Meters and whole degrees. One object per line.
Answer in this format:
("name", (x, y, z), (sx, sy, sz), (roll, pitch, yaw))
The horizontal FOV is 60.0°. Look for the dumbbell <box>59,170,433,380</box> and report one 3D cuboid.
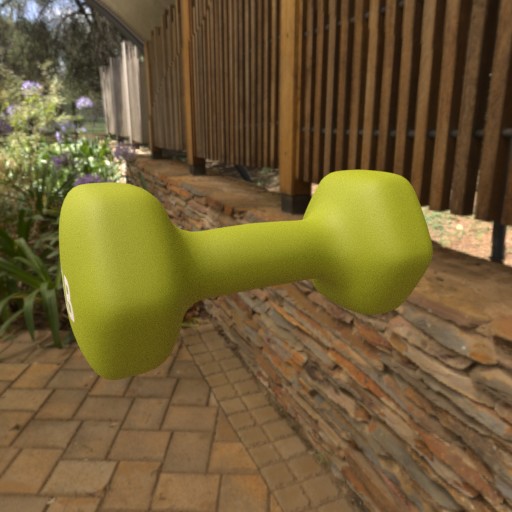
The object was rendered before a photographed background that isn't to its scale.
("dumbbell", (0.000, 0.000, 0.204), (0.164, 0.072, 0.080), (-8, 18, -27))
